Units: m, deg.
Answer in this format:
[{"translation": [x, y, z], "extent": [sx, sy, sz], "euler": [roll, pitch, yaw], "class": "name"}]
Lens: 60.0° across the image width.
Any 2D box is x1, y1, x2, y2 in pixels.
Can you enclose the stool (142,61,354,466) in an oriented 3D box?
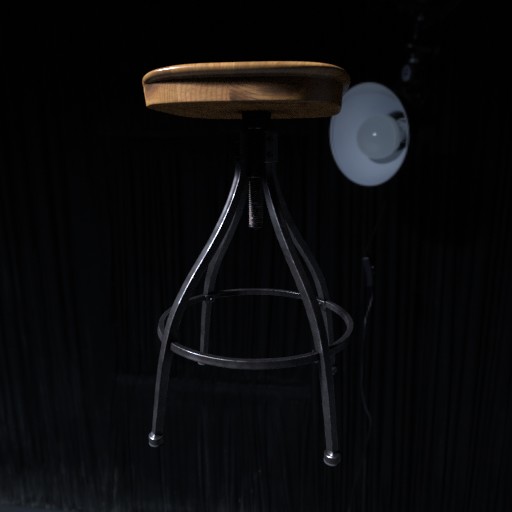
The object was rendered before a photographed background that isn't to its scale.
[{"translation": [0.000, 0.000, 0.941], "extent": [0.424, 0.694, 0.432], "euler": [2, 14, 9], "class": "stool"}]
